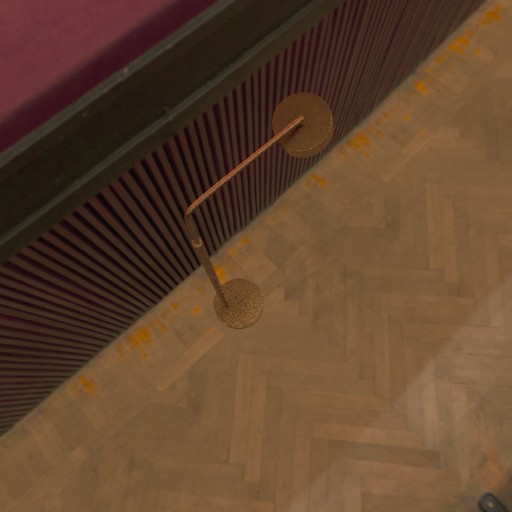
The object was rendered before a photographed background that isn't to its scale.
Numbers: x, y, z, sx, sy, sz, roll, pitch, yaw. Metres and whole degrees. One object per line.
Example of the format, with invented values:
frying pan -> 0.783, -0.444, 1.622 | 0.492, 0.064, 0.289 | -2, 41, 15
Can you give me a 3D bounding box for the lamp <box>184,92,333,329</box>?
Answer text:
lamp -> 0.000, 0.000, 1.405 | 0.418, 1.230, 0.219 | -40, 79, -9
